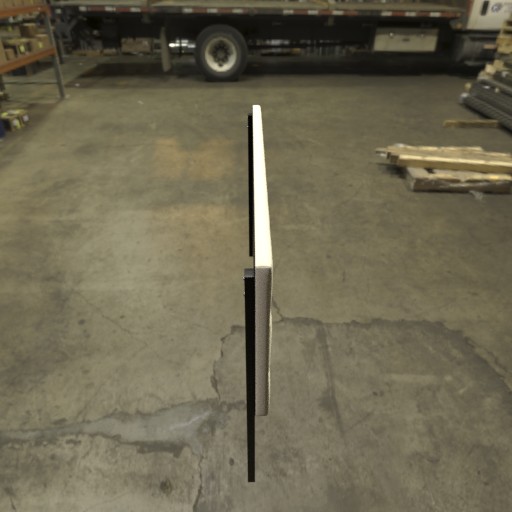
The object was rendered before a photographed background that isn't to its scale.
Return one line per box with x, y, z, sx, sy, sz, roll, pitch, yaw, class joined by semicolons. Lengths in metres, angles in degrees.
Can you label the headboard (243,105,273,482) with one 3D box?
0.000;0.000;2.973;0.120;1.410;2.362;0;32;0;headboard
